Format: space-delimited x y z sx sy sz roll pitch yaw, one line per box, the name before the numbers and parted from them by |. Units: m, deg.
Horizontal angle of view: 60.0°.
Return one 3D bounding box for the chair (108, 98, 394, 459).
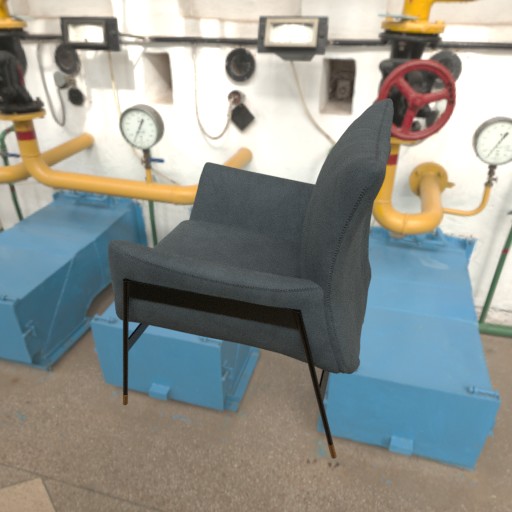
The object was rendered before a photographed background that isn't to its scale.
chair | 0.000 0.000 1.376 0.709 0.858 0.678 9 31 14
